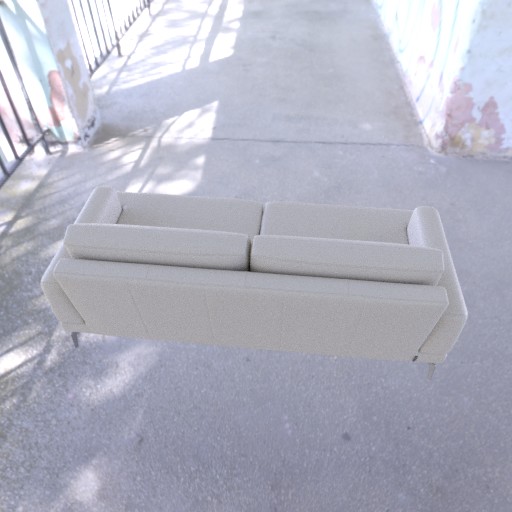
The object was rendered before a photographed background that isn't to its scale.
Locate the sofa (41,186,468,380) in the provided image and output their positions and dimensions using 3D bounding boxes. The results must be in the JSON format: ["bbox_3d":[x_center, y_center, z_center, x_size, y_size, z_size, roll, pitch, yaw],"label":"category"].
[{"bbox_3d":[0.000,0.000,2.344,1.940,0.765,0.974,4,46,4],"label":"sofa"}]
